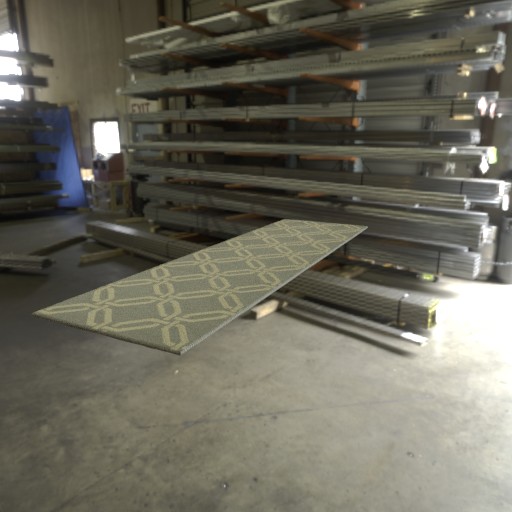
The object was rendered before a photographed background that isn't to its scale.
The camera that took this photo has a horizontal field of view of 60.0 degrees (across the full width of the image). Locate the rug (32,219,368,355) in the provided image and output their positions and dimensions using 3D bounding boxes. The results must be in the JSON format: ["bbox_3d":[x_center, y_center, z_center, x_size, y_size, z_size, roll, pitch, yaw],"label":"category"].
[{"bbox_3d":[0.000,0.000,2.453,0.678,0.014,2.276,8,16,27],"label":"rug"}]
